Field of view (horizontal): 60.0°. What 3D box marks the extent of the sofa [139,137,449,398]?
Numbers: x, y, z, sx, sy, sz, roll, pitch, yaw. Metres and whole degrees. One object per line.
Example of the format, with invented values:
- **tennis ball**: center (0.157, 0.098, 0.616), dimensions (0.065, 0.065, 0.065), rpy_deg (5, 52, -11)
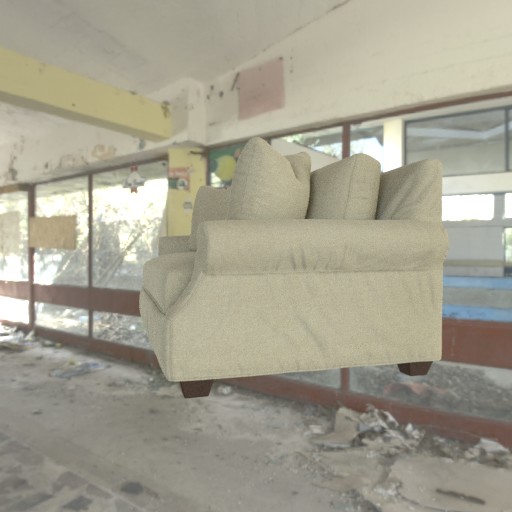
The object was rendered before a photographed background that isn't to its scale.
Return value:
- **sofa**: center (0.000, 0.000, 2.202), dimensions (1.070, 0.905, 1.550), rpy_deg (0, 0, -18)
